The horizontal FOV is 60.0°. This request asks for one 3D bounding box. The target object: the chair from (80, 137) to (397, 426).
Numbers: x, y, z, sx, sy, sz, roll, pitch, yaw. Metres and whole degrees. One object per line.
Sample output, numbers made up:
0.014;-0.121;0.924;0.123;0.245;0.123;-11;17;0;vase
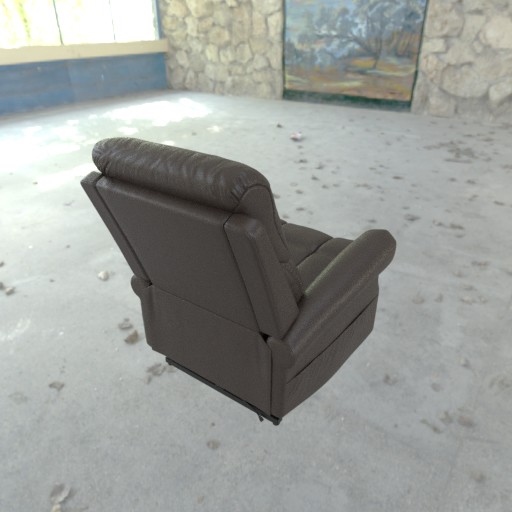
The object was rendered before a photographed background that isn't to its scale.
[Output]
0.000;0.000;1.742;0.869;1.028;0.978;19;34;31;chair
